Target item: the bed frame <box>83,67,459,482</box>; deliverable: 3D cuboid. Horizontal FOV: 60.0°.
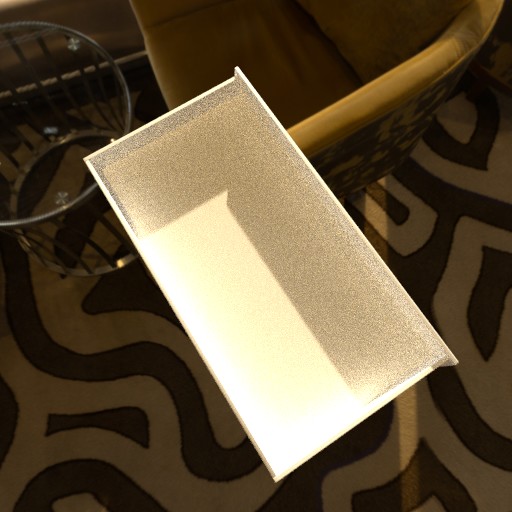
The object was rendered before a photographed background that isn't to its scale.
[{"bbox_3d":[0.000,0.000,1.548,0.670,0.141,1.300,-32,77,-9],"label":"bed frame"}]
